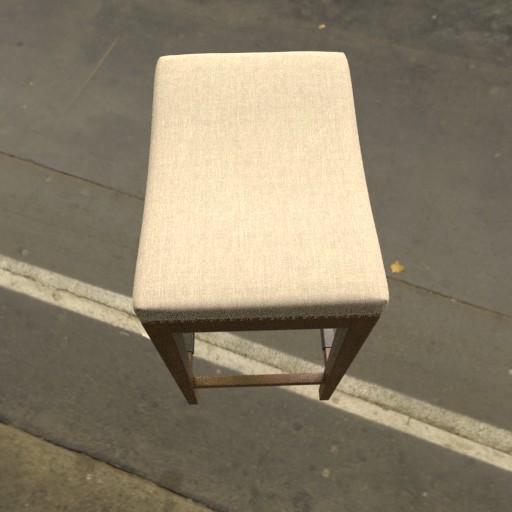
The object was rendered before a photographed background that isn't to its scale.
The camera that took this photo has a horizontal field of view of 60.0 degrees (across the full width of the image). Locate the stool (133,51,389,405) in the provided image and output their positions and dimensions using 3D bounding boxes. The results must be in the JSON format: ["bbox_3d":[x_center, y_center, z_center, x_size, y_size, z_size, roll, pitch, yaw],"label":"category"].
[{"bbox_3d":[0.000,0.000,0.950,0.356,0.660,0.508,-2,63,-1],"label":"stool"}]
